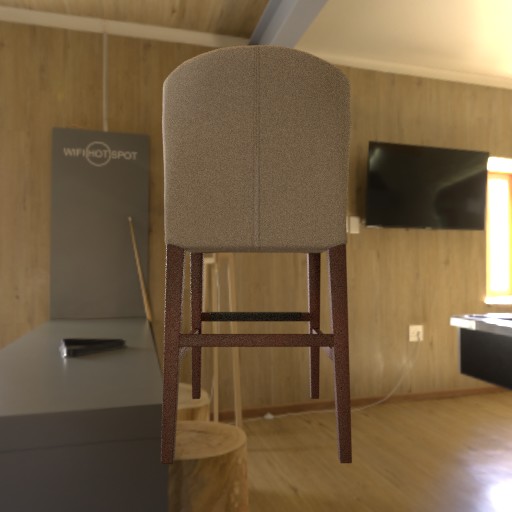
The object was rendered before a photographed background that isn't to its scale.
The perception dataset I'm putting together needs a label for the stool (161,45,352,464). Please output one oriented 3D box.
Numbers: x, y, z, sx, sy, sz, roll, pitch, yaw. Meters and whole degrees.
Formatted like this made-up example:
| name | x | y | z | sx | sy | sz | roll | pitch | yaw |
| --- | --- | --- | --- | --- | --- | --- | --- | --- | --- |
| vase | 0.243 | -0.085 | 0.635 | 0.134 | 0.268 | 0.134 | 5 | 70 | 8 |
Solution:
| name | x | y | z | sx | sy | sz | roll | pitch | yaw |
| --- | --- | --- | --- | --- | --- | --- | --- | --- | --- |
| stool | 0.000 | 0.000 | 1.287 | 0.479 | 0.968 | 0.568 | 0 | -1 | 0 |
